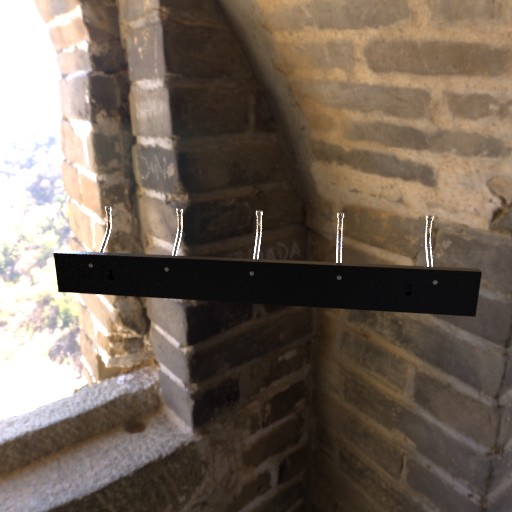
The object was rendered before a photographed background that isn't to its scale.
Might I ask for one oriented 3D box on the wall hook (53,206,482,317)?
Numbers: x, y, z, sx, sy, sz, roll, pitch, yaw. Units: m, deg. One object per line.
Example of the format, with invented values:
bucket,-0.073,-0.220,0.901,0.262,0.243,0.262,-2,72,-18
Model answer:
wall hook,0.000,0.000,0.619,0.571,0.117,0.071,2,16,9
